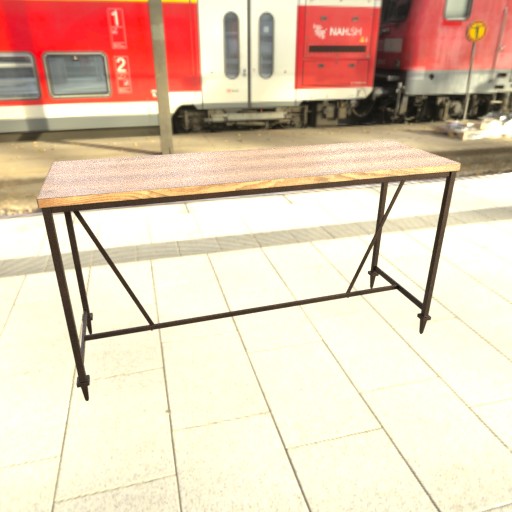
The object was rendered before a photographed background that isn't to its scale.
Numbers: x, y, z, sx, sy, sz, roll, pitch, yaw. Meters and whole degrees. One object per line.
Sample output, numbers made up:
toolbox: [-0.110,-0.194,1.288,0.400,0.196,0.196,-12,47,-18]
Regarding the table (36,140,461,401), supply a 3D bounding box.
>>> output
table: [0.000,0.000,2.125,1.700,0.902,0.551,-7,26,-15]
